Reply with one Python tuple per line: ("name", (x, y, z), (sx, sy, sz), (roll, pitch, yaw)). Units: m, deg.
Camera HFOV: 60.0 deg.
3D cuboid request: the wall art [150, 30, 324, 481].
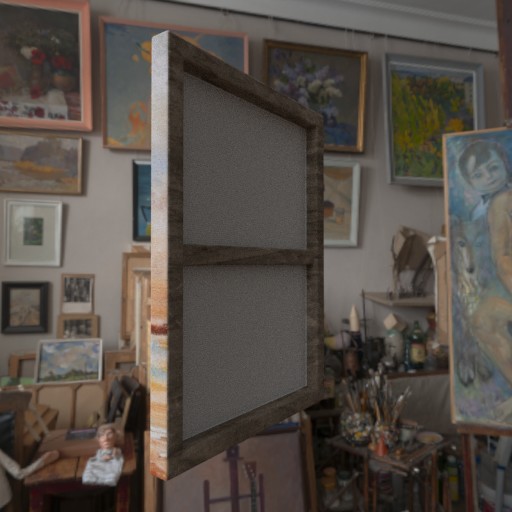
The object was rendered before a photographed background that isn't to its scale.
("wall art", (0.000, 0.000, 0.779), (0.035, 0.605, 0.443), (-1, -1, 37))
